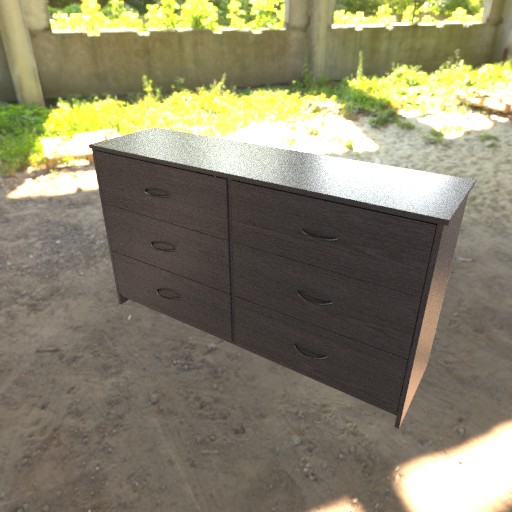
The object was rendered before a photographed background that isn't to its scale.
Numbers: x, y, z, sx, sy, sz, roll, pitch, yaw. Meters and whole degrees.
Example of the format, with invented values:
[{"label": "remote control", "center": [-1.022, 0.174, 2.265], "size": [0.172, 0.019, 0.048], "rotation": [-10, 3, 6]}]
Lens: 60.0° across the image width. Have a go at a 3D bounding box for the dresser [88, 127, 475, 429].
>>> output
[{"label": "dresser", "center": [0.000, 0.000, 1.728], "size": [1.360, 0.755, 0.401], "rotation": [17, 33, 29]}]
